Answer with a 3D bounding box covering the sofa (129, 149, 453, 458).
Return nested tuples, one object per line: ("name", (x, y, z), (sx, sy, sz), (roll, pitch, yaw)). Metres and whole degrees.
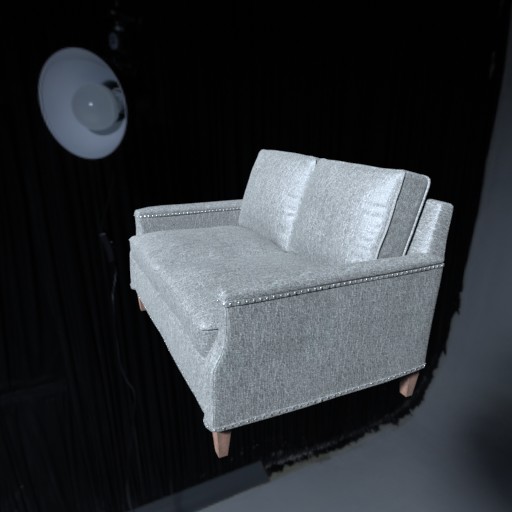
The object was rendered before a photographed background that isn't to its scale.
("sofa", (0.000, 0.000, 2.313), (1.084, 1.003, 1.597), (-8, 19, -24))
